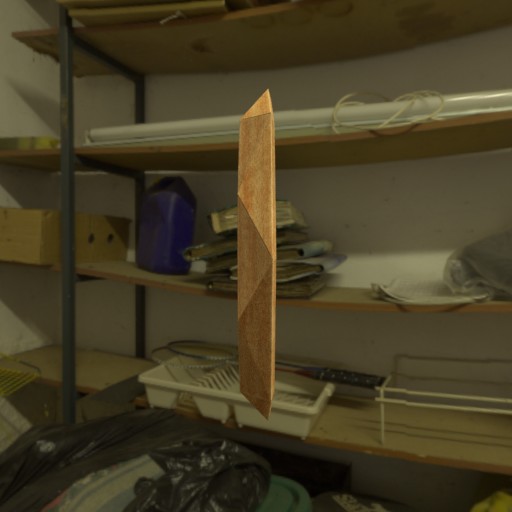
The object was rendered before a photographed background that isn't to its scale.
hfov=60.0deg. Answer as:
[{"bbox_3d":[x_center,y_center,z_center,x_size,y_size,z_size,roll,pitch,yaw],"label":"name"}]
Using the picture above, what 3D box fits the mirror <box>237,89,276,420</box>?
[{"bbox_3d":[0.000,0.000,1.033,0.070,0.774,0.577,0,1,0],"label":"mirror"}]
